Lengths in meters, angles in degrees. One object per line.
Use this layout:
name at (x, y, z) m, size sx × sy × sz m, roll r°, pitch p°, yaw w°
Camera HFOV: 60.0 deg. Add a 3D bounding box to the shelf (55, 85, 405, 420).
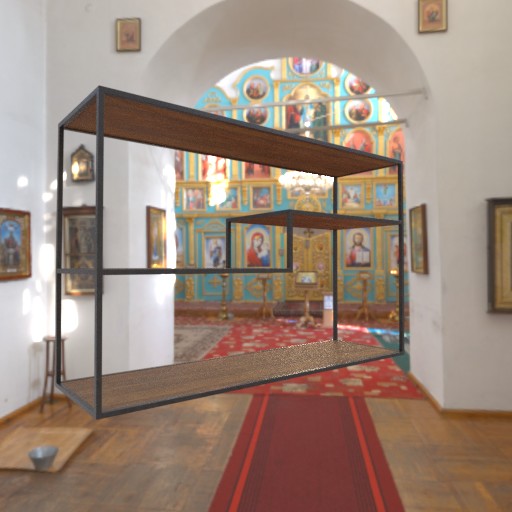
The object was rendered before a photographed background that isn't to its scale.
shelf at (0.000, 0.000, 1.521) m, size 1.201 × 0.765 × 0.361 m, roll 1°, pitch -2°, yaw -38°
